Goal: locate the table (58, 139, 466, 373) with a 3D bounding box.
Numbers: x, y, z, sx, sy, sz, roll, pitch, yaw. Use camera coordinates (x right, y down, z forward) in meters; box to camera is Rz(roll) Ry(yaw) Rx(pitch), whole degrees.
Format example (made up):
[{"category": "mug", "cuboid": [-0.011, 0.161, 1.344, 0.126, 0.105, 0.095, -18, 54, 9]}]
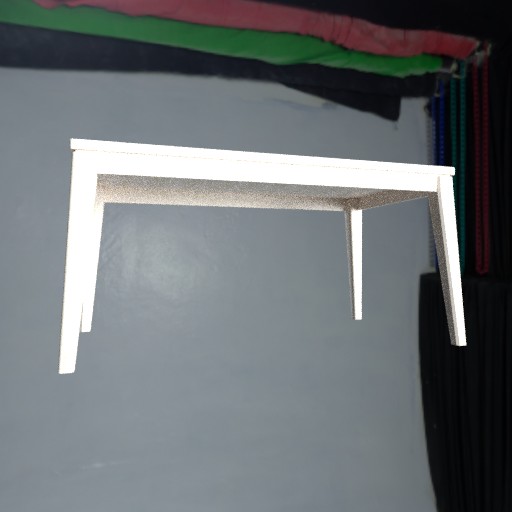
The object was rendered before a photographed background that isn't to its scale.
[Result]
[{"category": "table", "cuboid": [0.000, 0.000, 2.078, 1.600, 0.760, 0.900, 0, 0, -17]}]
